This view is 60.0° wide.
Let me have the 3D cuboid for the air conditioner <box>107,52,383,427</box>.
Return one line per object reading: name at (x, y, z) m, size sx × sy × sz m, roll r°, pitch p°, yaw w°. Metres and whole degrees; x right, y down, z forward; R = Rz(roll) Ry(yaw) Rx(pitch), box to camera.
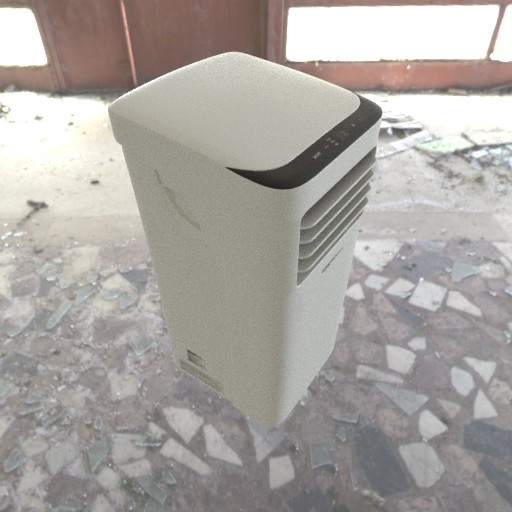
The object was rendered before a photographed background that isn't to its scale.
air conditioner at (0.000, 0.000, 0.953) m, size 0.369 × 0.716 × 0.352 m, roll 25°, pitch 47°, yaw 26°
